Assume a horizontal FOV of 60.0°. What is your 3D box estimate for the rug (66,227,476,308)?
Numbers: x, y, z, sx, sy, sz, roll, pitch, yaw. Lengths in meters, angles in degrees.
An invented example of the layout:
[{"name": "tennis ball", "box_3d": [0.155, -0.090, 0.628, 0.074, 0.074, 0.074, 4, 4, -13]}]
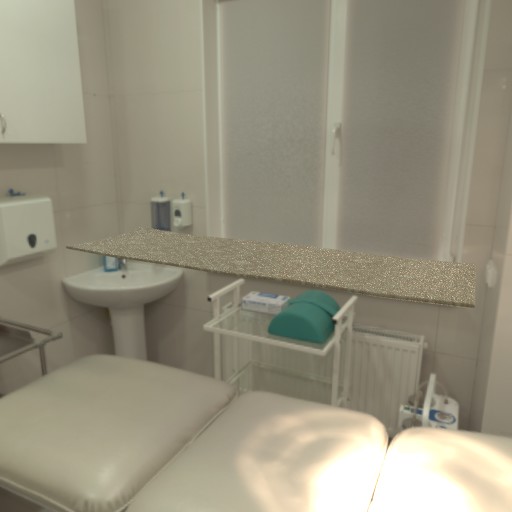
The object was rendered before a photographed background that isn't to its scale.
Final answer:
[{"name": "rug", "box_3d": [0.000, 0.000, 2.742, 2.452, 0.051, 0.752, 7, 16, 25]}]
